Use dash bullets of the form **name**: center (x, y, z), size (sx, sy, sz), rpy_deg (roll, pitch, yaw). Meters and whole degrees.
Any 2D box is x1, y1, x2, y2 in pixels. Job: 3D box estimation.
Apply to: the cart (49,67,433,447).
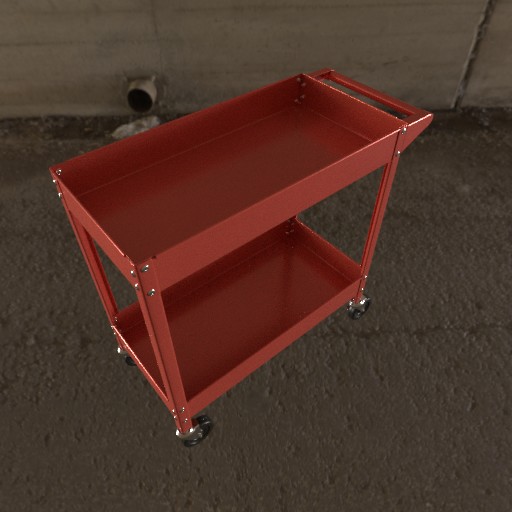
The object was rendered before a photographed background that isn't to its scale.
- **cart**: center (0.000, 0.000, 1.181), size (0.779, 0.719, 0.366), rpy_deg (-31, 53, -26)
